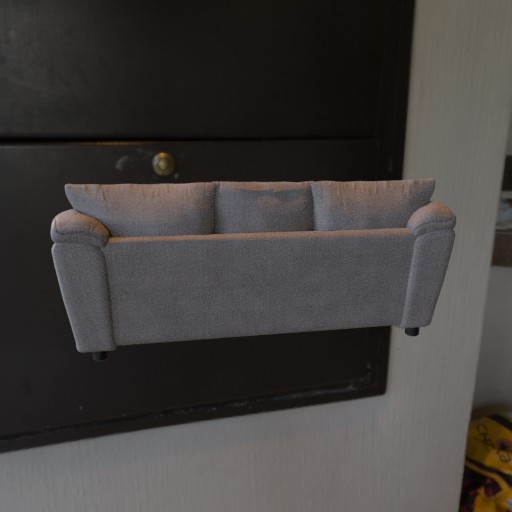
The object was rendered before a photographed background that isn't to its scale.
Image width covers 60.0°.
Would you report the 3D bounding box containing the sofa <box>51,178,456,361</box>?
[{"bbox_3d":[0.000,0.000,2.856,2.334,0.996,0.878,-2,14,-10],"label":"sofa"}]
